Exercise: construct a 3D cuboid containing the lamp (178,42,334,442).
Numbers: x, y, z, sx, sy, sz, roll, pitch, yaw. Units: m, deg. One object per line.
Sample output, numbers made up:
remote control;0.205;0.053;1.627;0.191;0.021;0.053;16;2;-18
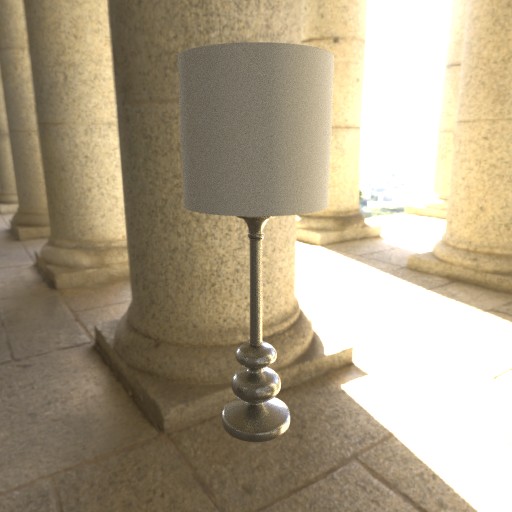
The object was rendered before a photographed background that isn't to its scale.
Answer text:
lamp;0.000;0.000;0.809;0.254;0.690;0.254;7;16;26
